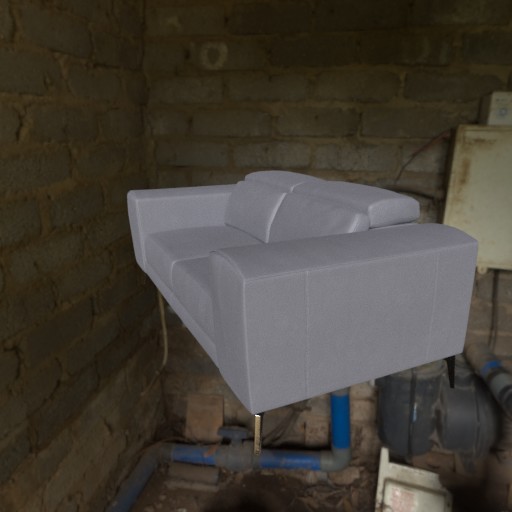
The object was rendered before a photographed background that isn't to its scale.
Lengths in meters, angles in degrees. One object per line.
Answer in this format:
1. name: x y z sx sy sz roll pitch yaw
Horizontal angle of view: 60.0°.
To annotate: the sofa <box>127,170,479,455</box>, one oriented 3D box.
1. sofa: 0.000 0.000 2.335 1.003 0.779 1.895 -8 18 -24
